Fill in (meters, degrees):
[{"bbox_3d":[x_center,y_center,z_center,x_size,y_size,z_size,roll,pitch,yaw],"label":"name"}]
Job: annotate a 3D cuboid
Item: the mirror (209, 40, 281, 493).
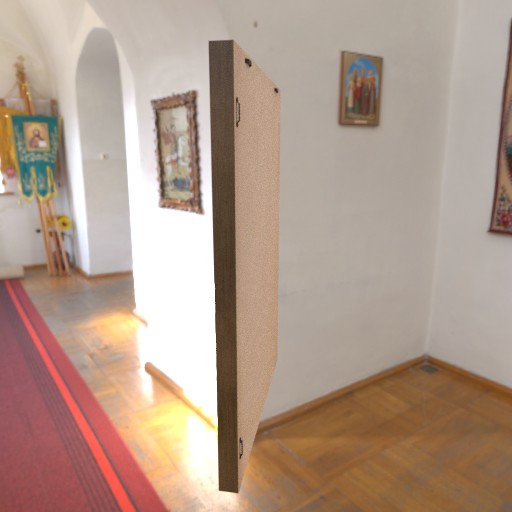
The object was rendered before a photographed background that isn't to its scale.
[{"bbox_3d":[0.000,0.000,0.917,0.040,0.710,0.507,2,13,10],"label":"mirror"}]
